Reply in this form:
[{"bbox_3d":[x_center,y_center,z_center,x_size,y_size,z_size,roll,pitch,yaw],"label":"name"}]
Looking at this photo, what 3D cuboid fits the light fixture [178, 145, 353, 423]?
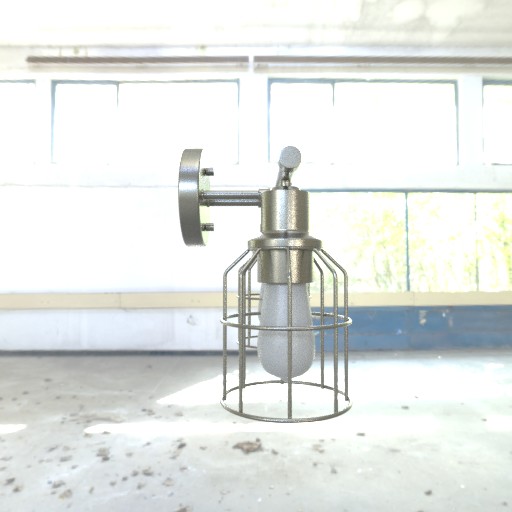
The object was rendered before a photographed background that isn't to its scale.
[{"bbox_3d":[0.000,0.000,0.526,0.165,0.254,0.406,0,-1,0],"label":"light fixture"}]
